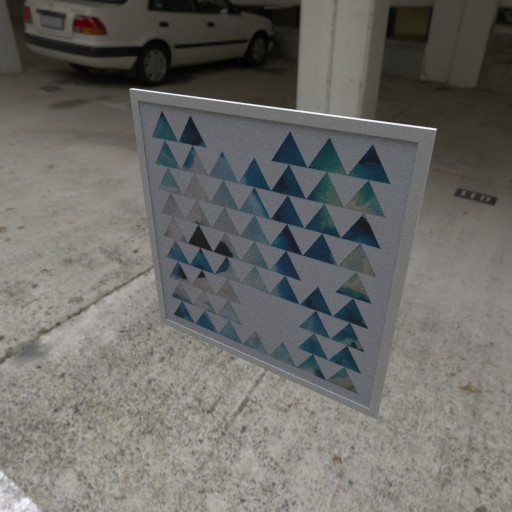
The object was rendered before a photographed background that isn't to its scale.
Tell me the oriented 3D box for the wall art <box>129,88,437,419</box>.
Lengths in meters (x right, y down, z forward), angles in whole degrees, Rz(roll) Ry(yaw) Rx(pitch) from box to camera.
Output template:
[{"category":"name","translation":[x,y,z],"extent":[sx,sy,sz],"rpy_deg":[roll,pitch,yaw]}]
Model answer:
[{"category":"wall art","translation":[0.000,0.000,0.694],"extent":[0.456,0.456,0.007],"rpy_deg":[18,35,27]}]
